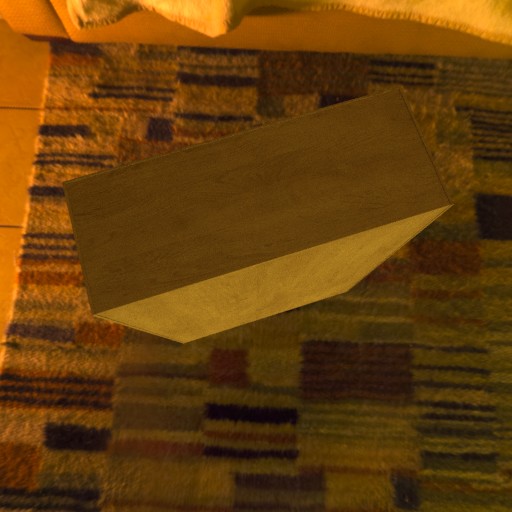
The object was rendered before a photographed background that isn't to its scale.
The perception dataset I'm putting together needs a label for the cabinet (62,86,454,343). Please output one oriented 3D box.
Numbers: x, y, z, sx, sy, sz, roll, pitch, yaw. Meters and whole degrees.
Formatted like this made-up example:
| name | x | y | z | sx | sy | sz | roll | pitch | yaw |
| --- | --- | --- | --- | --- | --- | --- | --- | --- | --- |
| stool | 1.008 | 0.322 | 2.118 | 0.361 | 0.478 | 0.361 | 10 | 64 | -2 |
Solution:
| name | x | y | z | sx | sy | sz | roll | pitch | yaw |
| --- | --- | --- | --- | --- | --- | --- | --- | --- | --- |
| cabinet | 0.000 | 0.000 | 2.487 | 1.290 | 1.910 | 0.510 | -17 | 77 | -4 |
